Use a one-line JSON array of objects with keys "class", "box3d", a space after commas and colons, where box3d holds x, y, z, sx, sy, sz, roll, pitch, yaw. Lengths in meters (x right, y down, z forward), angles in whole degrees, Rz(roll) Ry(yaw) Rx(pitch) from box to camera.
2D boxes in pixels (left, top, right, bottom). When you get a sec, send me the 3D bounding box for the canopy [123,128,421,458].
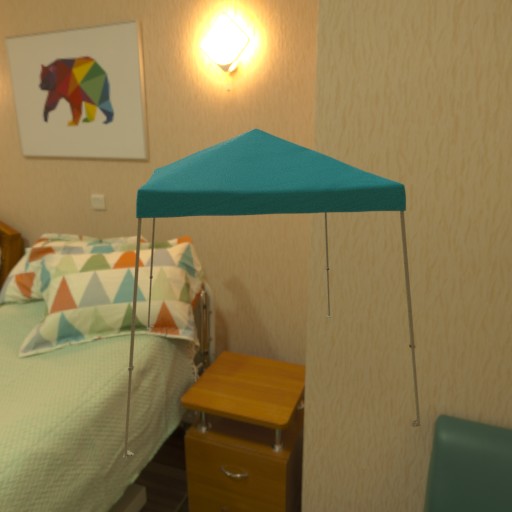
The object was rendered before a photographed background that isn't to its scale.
[{"class": "canopy", "box3d": [0.000, 0.000, 6.512, 3.600, 3.600, 3.599, -2, 15, -9]}]
